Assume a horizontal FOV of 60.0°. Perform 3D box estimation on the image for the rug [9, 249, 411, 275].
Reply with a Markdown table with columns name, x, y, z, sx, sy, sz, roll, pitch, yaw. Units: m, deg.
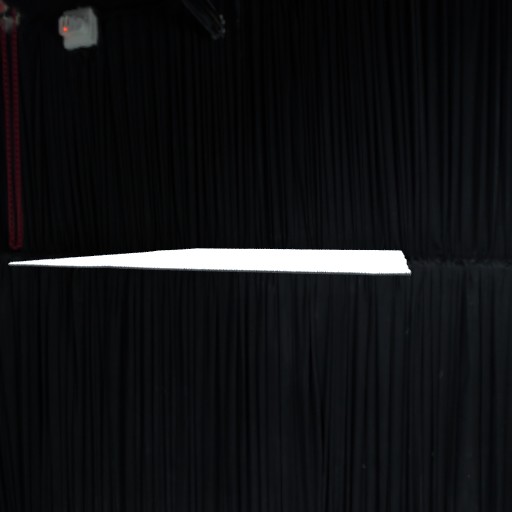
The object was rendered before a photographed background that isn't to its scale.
| name | x | y | z | sx | sy | sz | roll | pitch | yaw |
| --- | --- | --- | --- | --- | --- | --- | --- | --- | --- |
| rug | 0.000 | 0.000 | 0.859 | 0.548 | 0.006 | 0.639 | 1 | 3 | 17 |
